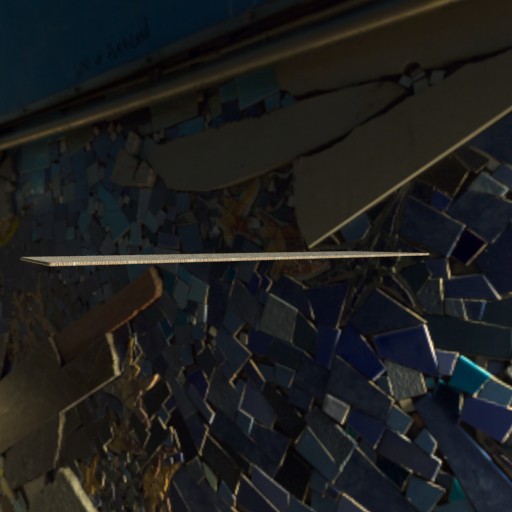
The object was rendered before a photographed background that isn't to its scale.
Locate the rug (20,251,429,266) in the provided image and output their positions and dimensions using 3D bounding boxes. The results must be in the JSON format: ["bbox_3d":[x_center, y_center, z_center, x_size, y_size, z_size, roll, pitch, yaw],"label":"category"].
[{"bbox_3d":[0.000,0.000,2.507,2.289,0.013,0.691,-1,2,-36],"label":"rug"}]
